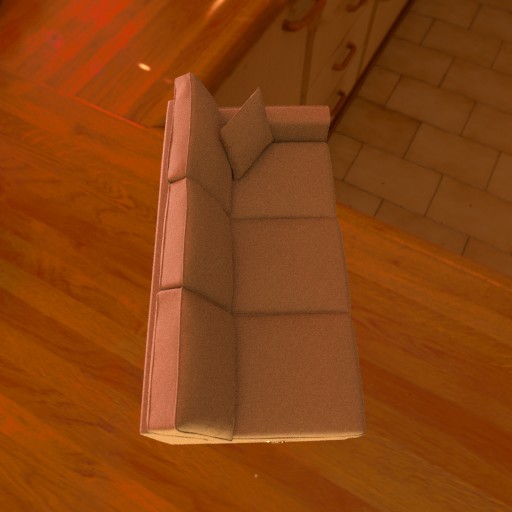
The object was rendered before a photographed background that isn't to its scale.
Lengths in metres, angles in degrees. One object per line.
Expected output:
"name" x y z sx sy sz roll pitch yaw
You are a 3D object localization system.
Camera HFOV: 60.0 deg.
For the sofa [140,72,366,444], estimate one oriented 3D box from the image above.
"sofa" 0.000 0.000 2.535 1.034 0.946 1.963 -1 64 -1
